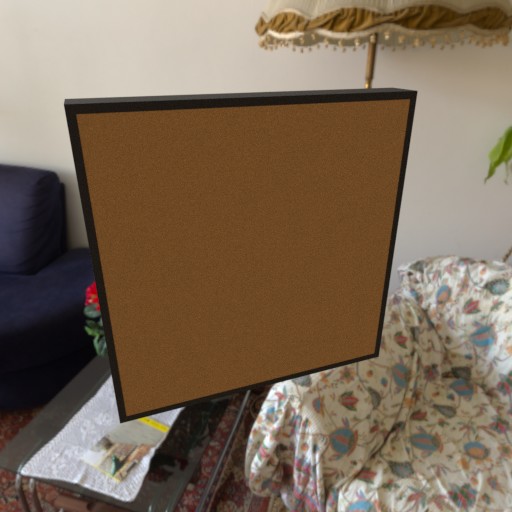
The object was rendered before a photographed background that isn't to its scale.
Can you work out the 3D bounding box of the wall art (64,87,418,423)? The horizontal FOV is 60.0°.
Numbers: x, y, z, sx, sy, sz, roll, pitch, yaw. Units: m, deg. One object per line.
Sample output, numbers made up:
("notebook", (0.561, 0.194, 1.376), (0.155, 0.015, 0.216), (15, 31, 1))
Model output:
("wall art", (0.000, 0.000, 0.442), (0.304, 0.304, 0.038), (-9, 27, -18))
